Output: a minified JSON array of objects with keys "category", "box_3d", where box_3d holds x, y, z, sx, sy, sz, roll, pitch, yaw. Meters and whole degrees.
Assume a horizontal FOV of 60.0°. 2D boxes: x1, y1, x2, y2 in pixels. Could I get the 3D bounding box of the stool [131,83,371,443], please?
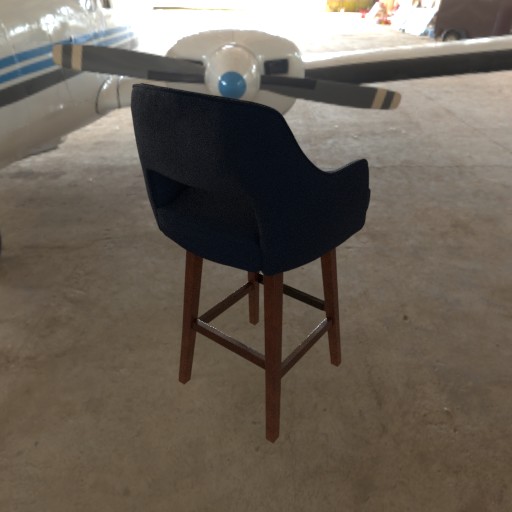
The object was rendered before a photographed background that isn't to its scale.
[{"category":"stool","box_3d":[0.000,0.000,1.352,0.550,1.041,0.560,22,37,32]}]
